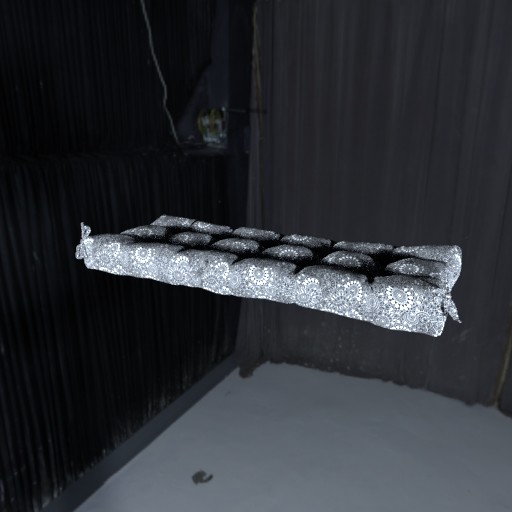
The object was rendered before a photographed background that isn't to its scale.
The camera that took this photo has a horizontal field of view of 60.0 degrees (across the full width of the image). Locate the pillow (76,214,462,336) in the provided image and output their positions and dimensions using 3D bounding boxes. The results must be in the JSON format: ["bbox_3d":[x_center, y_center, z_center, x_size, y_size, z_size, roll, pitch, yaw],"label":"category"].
[{"bbox_3d":[0.000,0.000,1.373,1.194,0.174,0.511,8,18,26],"label":"pillow"}]
